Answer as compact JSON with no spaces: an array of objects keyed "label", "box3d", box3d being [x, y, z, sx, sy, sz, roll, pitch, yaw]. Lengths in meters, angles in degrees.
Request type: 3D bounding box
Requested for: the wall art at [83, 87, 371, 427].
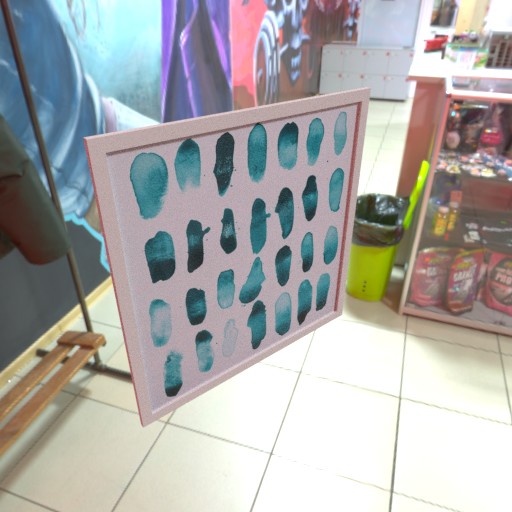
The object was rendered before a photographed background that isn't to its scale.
[{"label":"wall art","box3d":[0.000,0.000,0.703,0.456,0.457,0.009,-22,37,-32]}]
